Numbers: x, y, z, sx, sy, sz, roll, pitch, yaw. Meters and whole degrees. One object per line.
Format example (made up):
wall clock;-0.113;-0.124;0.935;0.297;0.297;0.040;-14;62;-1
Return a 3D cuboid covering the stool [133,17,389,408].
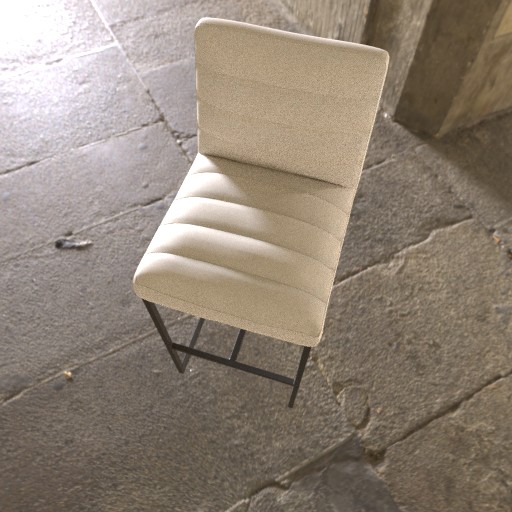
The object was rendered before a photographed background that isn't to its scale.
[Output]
stool;0.000;0.000;1.297;0.464;1.061;0.573;15;60;9
